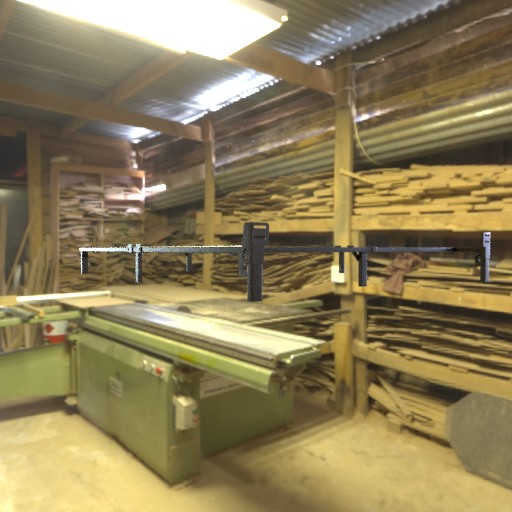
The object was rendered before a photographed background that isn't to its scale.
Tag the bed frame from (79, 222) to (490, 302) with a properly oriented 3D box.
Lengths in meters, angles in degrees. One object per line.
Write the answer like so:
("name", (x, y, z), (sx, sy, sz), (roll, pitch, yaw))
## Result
("bed frame", (0.000, 0.000, 2.614), (1.498, 0.248, 1.990), (-1, 1, -36))
